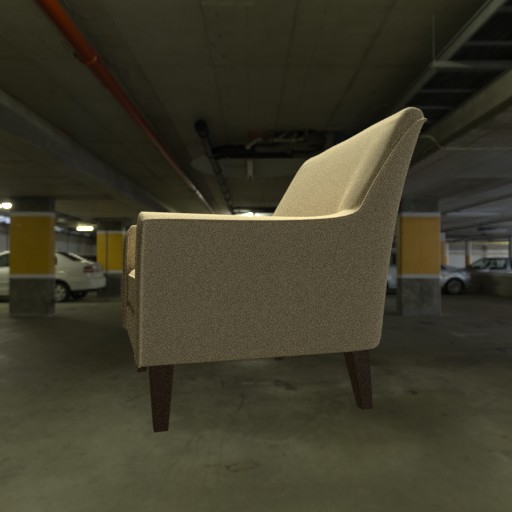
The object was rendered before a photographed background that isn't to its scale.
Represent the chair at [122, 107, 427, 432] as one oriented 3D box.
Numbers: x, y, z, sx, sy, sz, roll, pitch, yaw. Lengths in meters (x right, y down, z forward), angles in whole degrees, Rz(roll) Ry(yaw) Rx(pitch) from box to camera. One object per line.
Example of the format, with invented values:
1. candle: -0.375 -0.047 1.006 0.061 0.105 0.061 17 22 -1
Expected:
1. chair: 0.000 0.000 1.598 0.899 0.919 0.780 0 -1 -19
